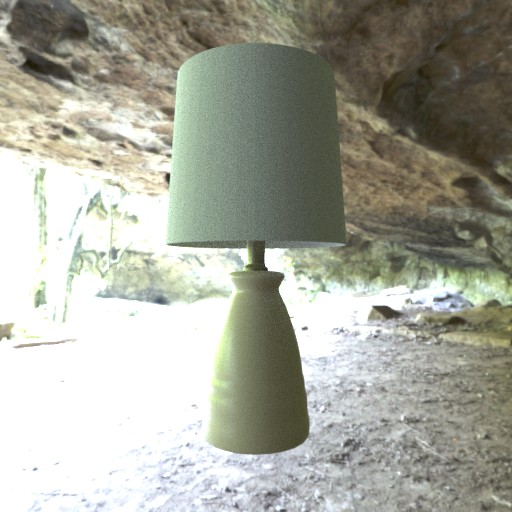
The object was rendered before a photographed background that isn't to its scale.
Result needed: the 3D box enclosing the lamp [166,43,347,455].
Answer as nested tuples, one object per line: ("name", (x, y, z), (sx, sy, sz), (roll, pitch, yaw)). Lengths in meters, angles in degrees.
("lamp", (0.000, 0.000, 0.465), (0.186, 0.369, 0.186), (0, -1, 0))
